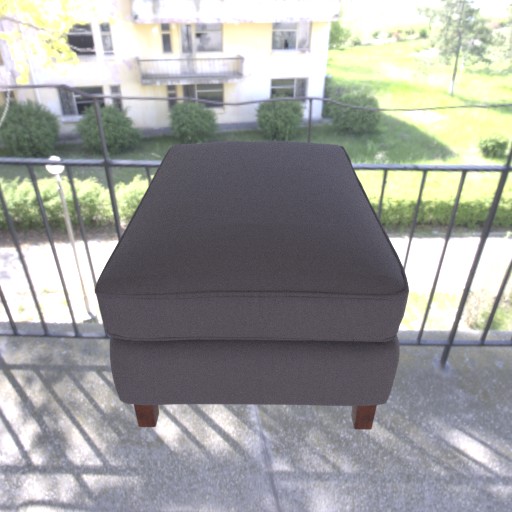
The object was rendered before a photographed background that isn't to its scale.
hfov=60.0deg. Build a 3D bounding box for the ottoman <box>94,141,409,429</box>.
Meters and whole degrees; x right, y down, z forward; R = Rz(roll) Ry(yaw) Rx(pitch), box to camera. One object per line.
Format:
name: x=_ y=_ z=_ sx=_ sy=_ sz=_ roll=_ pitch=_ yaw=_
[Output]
ottoman: x=0.000 y=0.000 z=0.990 sx=0.508 sy=0.406 sz=0.686 roll=0 pitch=32 yaw=1
